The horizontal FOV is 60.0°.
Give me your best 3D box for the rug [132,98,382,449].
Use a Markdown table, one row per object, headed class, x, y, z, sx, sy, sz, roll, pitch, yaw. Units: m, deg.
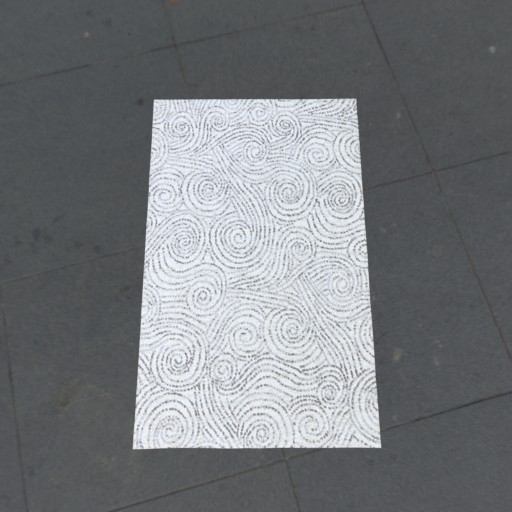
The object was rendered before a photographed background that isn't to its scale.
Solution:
| class | x | y | z | sx | sy | sz | roll | pitch | yaw |
| --- | --- | --- | --- | --- | --- | --- | --- | --- | --- |
| rug | 0.000 | 0.000 | 3.020 | 1.524 | 0.005 | 2.439 | 0 | 75 | 0 |
